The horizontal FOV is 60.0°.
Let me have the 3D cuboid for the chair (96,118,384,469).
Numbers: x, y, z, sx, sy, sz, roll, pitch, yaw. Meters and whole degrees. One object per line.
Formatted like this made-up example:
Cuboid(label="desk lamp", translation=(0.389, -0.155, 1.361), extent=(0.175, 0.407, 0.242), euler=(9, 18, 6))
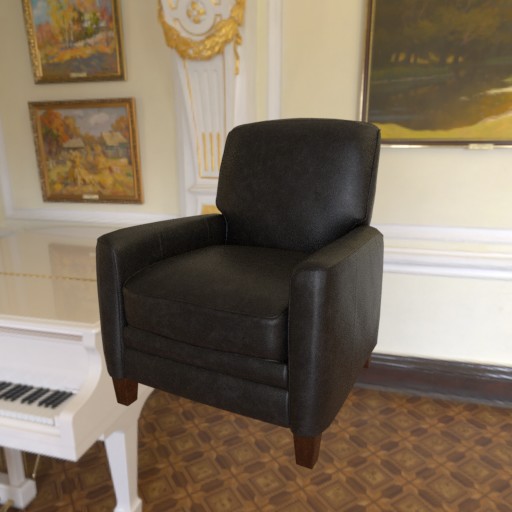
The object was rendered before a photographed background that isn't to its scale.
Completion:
Cuboid(label="chair", translation=(0.000, 0.000, 1.631), extent=(0.848, 1.014, 0.864), euler=(7, 16, 26))
